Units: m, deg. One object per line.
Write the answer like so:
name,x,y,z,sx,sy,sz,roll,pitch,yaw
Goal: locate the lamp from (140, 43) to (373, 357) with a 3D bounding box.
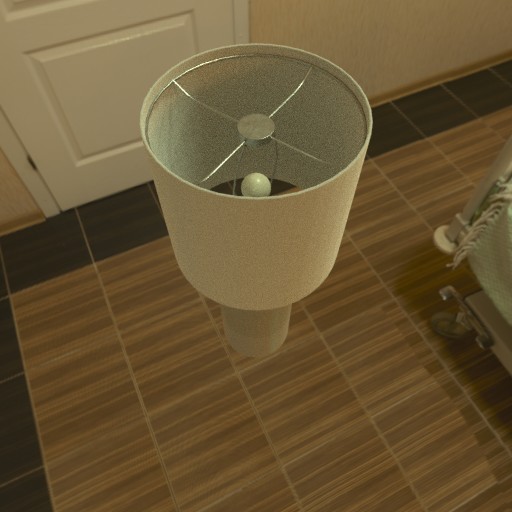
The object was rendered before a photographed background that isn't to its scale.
lamp,0.000,0.000,0.613,0.212,0.493,0.212,30,62,18
